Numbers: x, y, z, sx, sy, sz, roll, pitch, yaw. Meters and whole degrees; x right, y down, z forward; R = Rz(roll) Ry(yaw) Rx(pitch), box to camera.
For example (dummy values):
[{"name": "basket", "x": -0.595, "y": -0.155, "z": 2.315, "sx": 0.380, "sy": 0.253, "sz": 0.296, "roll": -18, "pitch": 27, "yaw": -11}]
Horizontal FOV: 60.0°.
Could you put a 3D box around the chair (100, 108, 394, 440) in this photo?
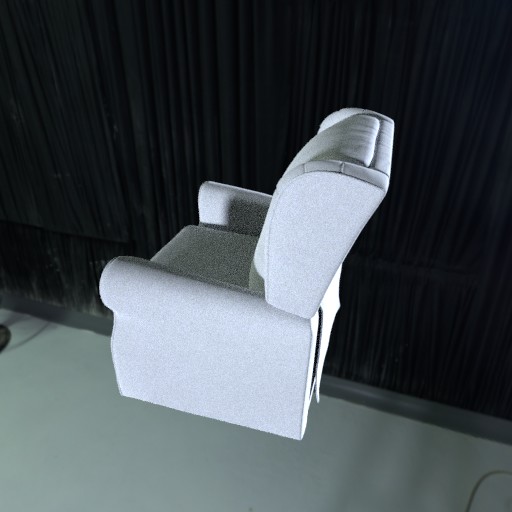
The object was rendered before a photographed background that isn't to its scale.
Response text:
[{"name": "chair", "x": 0.000, "y": 0.000, "z": 1.648, "sx": 0.854, "sy": 0.967, "sz": 0.906, "roll": 8, "pitch": 30, "yaw": 14}]
